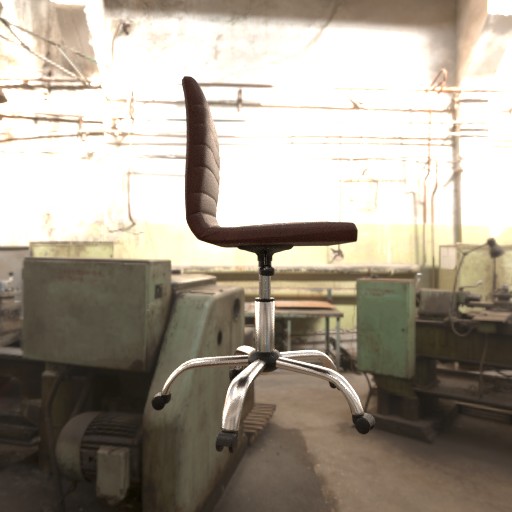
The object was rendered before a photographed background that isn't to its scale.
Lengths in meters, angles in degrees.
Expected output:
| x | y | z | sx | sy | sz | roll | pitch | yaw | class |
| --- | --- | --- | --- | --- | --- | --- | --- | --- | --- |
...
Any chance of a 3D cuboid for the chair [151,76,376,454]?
| x | y | z | sx | sy | sz | roll | pitch | yaw | class |
| --- | --- | --- | --- | --- | --- | --- | --- | --- | --- |
| 0.000 | 0.000 | 1.138 | 0.530 | 0.780 | 0.556 | 0 | 0 | 0 | chair |
